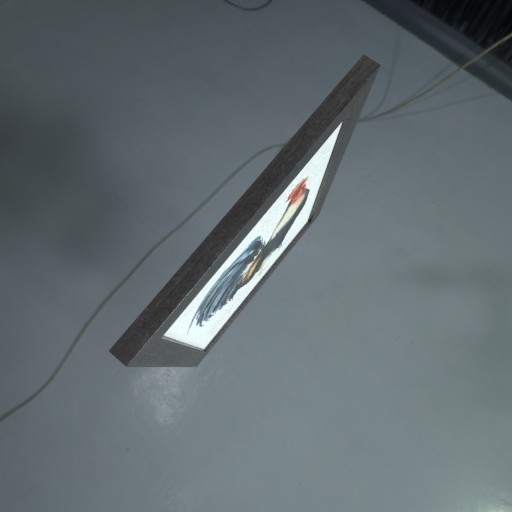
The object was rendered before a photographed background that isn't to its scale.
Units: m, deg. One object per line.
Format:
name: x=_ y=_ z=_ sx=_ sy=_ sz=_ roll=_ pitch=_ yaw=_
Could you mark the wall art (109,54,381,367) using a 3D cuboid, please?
wall art: x=0.000 y=0.000 z=0.805 sx=0.027 sy=0.580 sz=0.479 roll=38 pitch=79 yaw=9
